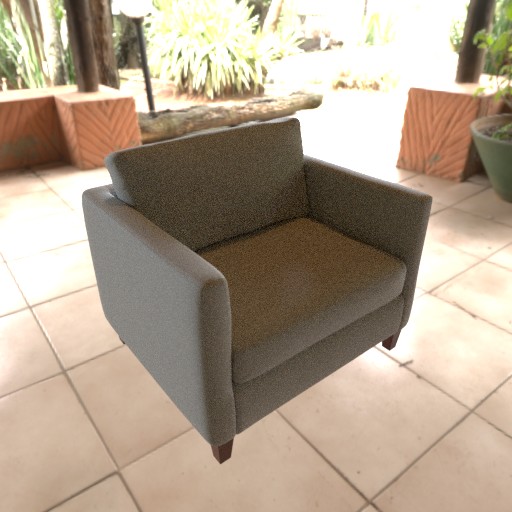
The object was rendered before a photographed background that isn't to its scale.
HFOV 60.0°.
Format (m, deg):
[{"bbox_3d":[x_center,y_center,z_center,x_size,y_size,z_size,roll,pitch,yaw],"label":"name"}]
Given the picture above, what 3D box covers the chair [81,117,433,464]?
[{"bbox_3d":[0.000,0.000,1.877,1.107,0.961,0.953,-21,35,-33],"label":"chair"}]
